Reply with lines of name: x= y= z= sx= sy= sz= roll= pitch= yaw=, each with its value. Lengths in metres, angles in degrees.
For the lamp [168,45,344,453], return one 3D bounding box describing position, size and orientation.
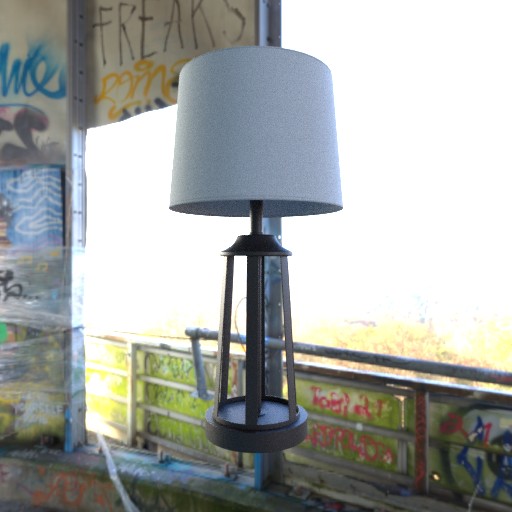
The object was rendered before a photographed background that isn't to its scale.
lamp: x=0.000 y=0.000 z=0.646 sx=0.251 sy=0.509 sz=0.251 roll=0 pitch=0 yaw=0
